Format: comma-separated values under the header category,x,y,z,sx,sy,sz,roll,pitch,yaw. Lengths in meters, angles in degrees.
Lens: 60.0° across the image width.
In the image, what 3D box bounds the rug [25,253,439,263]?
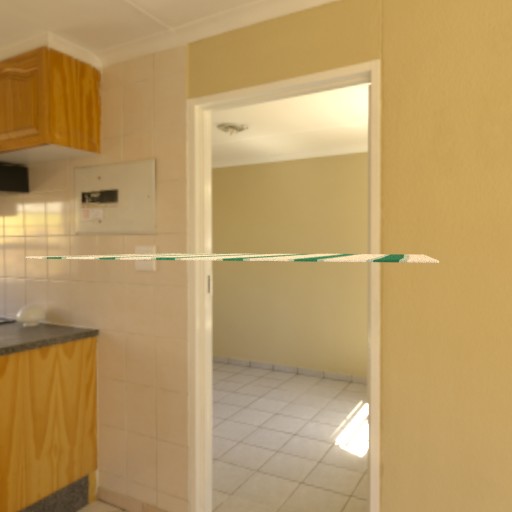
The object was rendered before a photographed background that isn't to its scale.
category,x,y,z,sx,sy,sz,roll,pitch,yaw
rug,0.000,0.000,4.164,3.041,0.019,2.434,0,1,19
